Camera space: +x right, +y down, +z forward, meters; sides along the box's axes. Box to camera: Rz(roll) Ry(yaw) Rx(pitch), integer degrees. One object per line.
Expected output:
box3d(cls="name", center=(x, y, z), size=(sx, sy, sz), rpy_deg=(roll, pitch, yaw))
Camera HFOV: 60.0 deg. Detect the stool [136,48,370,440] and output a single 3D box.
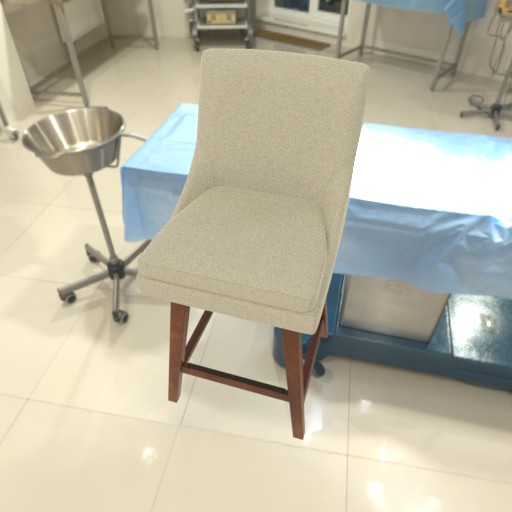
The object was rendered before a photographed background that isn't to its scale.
box3d(cls="stool", center=(0.000, 0.000, 1.303), size=(0.469, 0.991, 0.559), rpy_deg=(12, 43, 13))
